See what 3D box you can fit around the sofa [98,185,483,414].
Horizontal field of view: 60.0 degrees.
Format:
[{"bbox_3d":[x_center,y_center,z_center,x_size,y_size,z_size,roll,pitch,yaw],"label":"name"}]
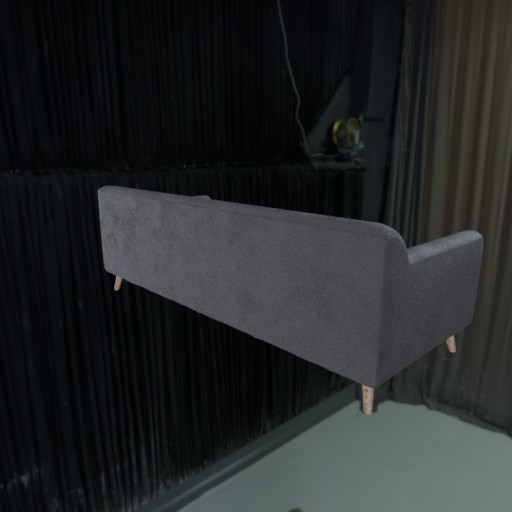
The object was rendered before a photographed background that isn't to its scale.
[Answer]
[{"bbox_3d":[0.000,0.000,2.599,0.900,0.740,2.190,-13,19,-42],"label":"sofa"}]
